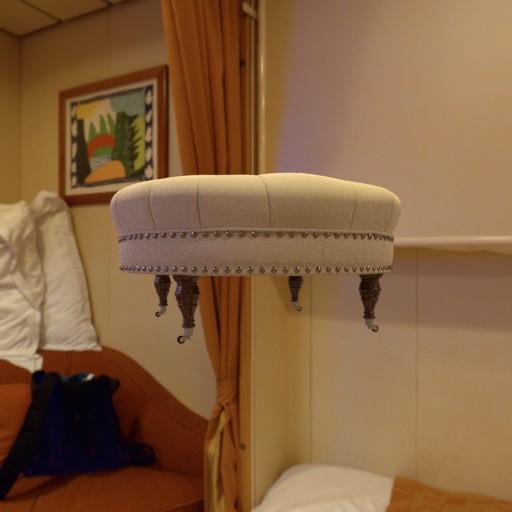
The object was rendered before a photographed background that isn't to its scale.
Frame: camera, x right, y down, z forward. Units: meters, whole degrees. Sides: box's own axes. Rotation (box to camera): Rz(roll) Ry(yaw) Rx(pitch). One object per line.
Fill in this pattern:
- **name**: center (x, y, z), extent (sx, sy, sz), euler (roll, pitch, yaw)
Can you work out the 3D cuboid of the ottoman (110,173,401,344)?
- **ottoman**: center (0.000, 0.000, 1.438), extent (0.901, 0.439, 0.901), euler (0, 0, 0)
